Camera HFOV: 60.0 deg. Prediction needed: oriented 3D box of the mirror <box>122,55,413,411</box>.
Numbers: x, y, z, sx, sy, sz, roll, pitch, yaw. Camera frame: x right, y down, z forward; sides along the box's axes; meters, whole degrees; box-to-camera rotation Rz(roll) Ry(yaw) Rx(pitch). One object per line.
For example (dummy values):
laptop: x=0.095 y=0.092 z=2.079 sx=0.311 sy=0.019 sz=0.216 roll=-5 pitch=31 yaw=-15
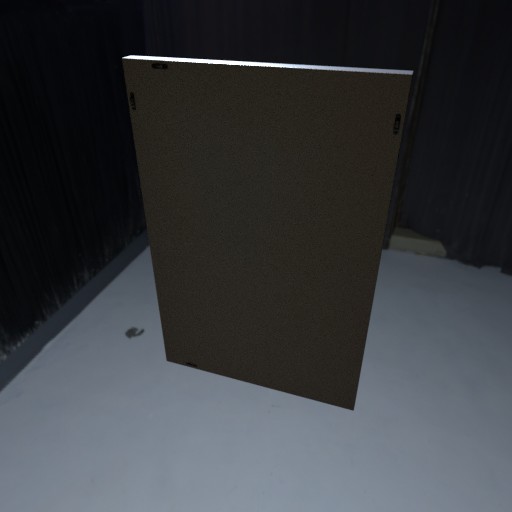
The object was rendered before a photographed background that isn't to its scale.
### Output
mirror: x=0.000 y=0.000 z=1.138 sx=0.609 sy=0.915 sz=0.040 roll=10 pitch=33 yaw=16
